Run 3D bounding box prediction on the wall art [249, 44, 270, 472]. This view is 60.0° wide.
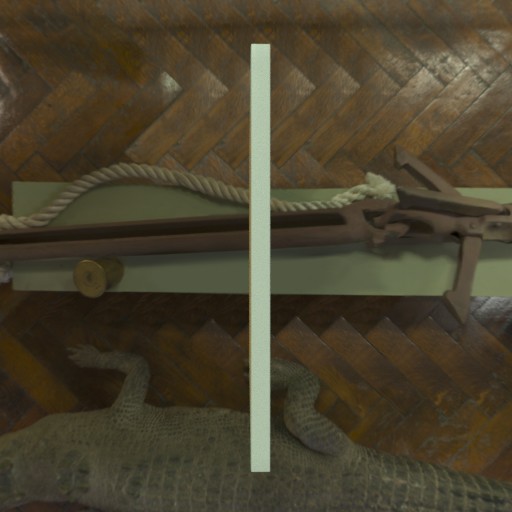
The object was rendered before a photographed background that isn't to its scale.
[{"bbox_3d":[0.000,0.000,0.727,0.020,0.536,0.444,0,91,-1],"label":"wall art"}]
